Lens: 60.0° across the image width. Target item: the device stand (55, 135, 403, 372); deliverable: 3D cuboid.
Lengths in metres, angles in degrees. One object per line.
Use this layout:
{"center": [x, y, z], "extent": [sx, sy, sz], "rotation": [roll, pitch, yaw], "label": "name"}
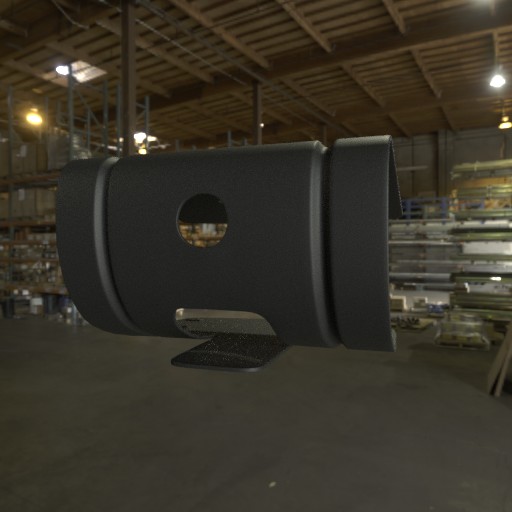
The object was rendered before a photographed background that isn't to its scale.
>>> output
{"center": [0.000, 0.000, 0.403], "extent": [0.256, 0.155, 0.236], "rotation": [0, 0, 18], "label": "device stand"}
